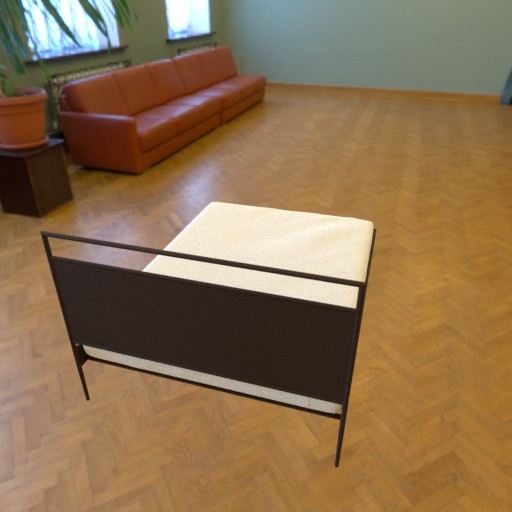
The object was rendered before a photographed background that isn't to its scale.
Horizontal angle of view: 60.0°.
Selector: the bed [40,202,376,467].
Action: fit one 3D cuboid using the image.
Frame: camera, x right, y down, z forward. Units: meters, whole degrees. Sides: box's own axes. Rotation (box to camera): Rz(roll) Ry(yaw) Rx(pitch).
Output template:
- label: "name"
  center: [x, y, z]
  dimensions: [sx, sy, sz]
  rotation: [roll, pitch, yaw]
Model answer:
- label: "bed"
  center: [0.000, 0.000, 3.142]
  dimensions: [1.572, 1.173, 2.122]
  rotation: [9, 31, 15]
